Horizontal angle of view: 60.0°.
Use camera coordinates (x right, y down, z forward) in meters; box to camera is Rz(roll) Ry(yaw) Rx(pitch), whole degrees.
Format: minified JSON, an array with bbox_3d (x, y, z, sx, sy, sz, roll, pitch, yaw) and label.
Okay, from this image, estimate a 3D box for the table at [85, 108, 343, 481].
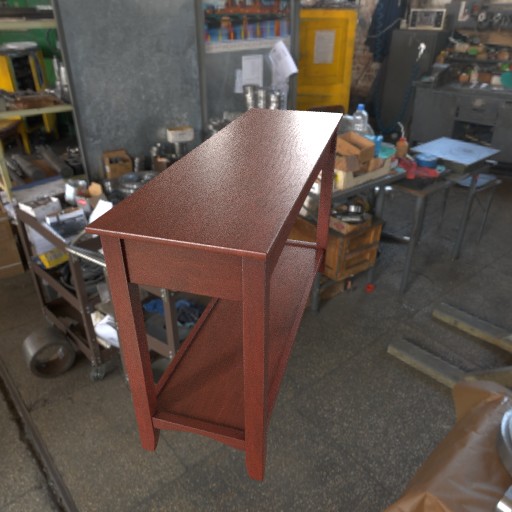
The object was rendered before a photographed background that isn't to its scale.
[{"bbox_3d":[0.000,0.000,1.541,0.392,0.739,1.188,8,31,14],"label":"table"}]
